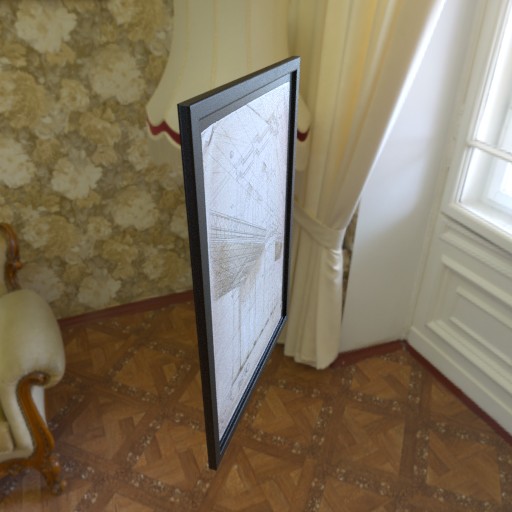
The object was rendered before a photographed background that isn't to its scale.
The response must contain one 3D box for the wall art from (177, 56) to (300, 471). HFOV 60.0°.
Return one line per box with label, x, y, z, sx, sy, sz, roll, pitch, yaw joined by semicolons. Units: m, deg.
wall art;0.000;0.000;0.853;0.016;0.657;0.480;10;32;17
